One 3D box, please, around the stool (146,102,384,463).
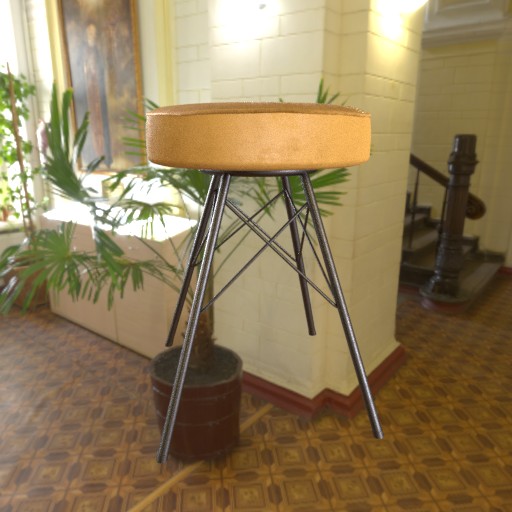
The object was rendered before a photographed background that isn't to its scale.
[{"bbox_3d":[0.000,0.000,0.928,0.438,0.595,0.472,-2,15,-7],"label":"stool"}]
